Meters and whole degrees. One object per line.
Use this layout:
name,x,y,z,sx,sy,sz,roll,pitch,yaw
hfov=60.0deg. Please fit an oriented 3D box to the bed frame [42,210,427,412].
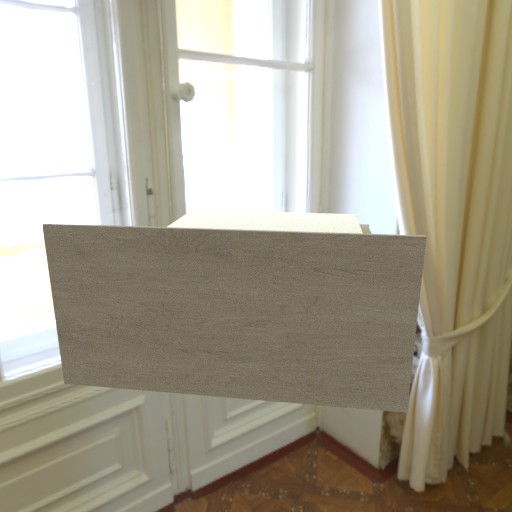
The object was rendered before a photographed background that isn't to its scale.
bed frame,0.000,0.000,2.881,1.622,0.800,1.960,2,17,8
